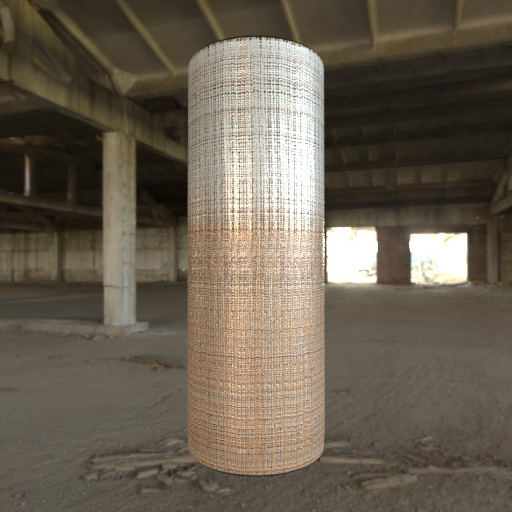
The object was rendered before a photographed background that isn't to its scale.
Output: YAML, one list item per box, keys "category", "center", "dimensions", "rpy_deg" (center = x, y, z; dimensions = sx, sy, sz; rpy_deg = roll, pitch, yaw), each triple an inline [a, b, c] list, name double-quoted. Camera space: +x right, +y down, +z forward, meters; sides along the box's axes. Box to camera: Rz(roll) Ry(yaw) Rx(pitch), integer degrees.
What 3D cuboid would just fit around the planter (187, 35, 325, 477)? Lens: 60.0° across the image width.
- category: "planter"
  center: [0.000, 0.000, 0.325]
  dimensions: [0.099, 0.278, 0.099]
  rpy_deg: [0, -1, 18]
